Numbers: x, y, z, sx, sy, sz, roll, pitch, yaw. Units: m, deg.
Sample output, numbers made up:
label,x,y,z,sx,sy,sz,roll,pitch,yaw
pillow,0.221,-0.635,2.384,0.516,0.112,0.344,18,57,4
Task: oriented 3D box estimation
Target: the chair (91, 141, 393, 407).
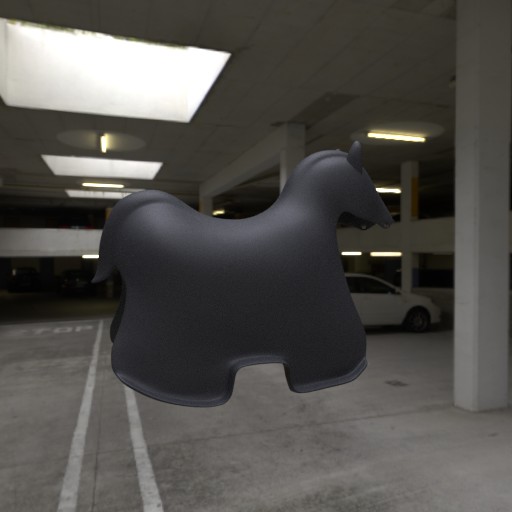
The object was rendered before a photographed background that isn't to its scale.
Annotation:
label,x,y,z,sx,sy,sz,roll,pitch,yaw
chair,0.000,0.000,1.147,0.800,0.612,0.429,0,1,-19
